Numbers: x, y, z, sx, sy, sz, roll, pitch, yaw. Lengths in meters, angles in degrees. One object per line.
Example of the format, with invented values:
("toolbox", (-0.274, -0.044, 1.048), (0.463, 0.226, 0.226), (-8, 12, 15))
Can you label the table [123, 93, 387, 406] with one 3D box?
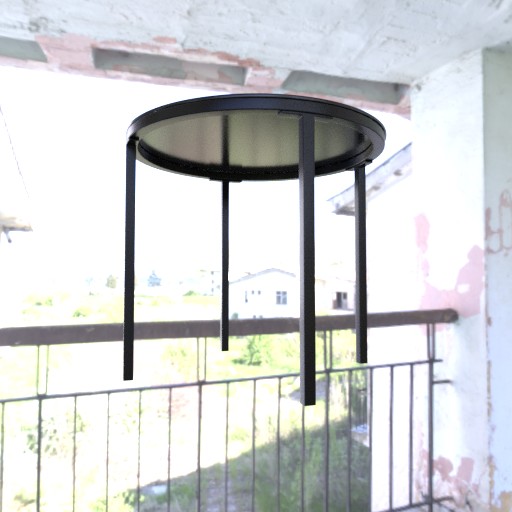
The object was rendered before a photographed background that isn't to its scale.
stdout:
("table", (0.000, 0.000, 0.870), (0.499, 0.443, 0.499), (0, -2, 0))
